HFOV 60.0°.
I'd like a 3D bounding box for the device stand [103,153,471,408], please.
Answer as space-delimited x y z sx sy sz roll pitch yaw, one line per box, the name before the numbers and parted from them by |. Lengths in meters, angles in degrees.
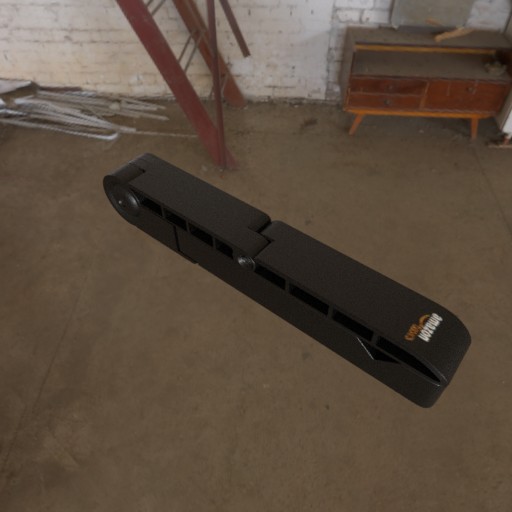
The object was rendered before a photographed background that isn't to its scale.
device stand | 0.000 0.000 0.194 0.179 0.030 0.026 30 54 25
